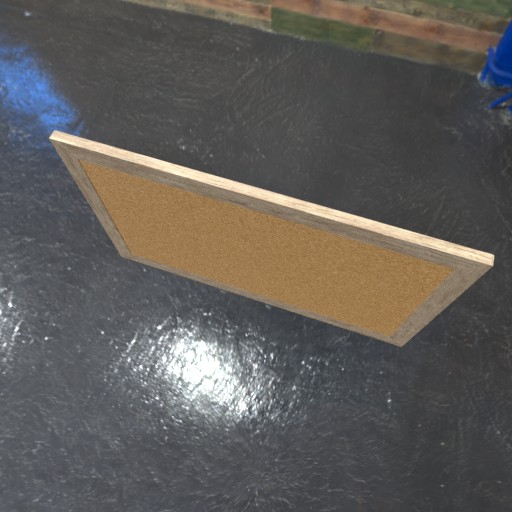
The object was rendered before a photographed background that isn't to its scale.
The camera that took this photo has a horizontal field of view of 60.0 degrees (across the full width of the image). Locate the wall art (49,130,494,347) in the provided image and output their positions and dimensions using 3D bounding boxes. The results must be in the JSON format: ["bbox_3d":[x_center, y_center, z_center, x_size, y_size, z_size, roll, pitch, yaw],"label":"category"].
[{"bbox_3d":[0.000,0.000,0.958,0.780,0.480,0.021,17,65,8],"label":"wall art"}]
